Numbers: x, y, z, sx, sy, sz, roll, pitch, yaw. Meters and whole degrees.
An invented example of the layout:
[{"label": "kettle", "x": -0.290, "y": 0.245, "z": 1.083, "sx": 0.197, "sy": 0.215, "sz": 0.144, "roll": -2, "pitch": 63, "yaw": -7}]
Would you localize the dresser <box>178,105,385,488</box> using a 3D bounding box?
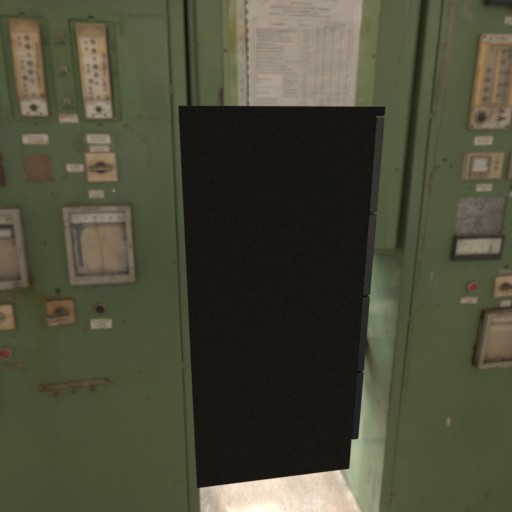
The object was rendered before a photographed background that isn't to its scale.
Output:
[{"label": "dresser", "x": 0.000, "y": 0.000, "z": 1.155, "sx": 0.360, "sy": 0.720, "sz": 0.750, "roll": -3, "pitch": 17, "yaw": -9}]
